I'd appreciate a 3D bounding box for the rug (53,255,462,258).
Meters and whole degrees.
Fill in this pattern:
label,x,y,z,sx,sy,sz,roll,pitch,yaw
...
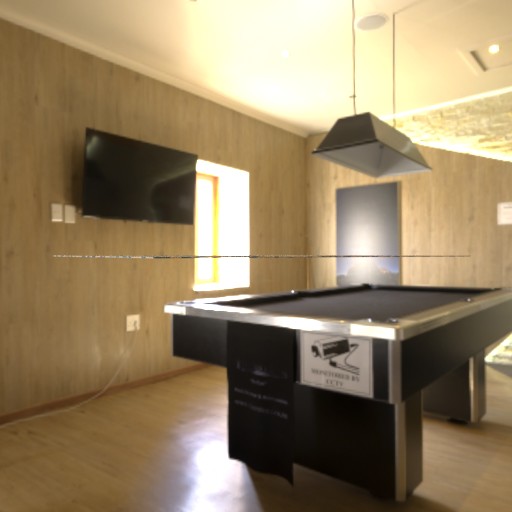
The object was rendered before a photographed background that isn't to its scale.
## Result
label,x,y,z,sx,sy,sz,roll,pitch,yaw
rug,0.000,0.000,4.102,3.007,0.007,2.435,0,0,-36
